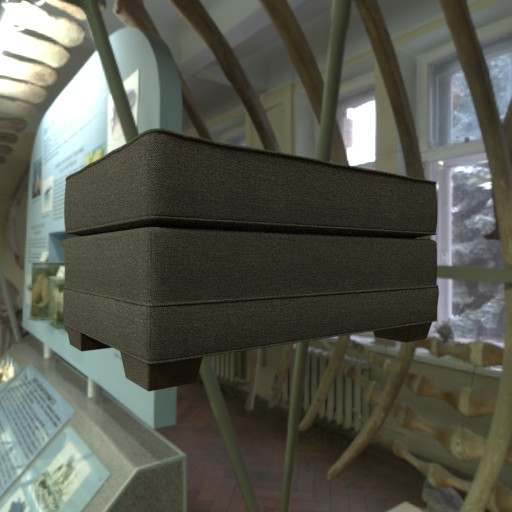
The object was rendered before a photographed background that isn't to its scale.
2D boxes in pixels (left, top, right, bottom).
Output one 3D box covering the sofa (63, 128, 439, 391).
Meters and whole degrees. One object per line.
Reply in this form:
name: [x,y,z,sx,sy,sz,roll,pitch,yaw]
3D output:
sofa: [0.000,0.000,1.185,0.854,0.457,0.578,0,0,-37]
